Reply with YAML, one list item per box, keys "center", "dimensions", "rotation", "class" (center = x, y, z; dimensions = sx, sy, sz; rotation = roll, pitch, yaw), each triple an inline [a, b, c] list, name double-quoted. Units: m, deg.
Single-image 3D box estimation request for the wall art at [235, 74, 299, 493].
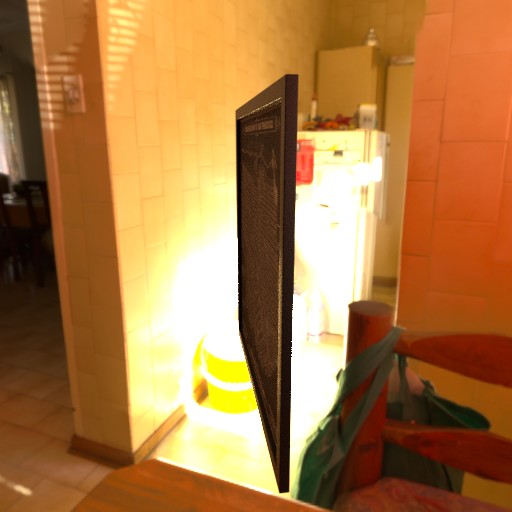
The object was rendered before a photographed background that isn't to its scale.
- center: [0.000, 0.000, 0.681]
  dimensions: [0.012, 0.458, 0.457]
  rotation: [-2, 14, -8]
  class: "wall art"
